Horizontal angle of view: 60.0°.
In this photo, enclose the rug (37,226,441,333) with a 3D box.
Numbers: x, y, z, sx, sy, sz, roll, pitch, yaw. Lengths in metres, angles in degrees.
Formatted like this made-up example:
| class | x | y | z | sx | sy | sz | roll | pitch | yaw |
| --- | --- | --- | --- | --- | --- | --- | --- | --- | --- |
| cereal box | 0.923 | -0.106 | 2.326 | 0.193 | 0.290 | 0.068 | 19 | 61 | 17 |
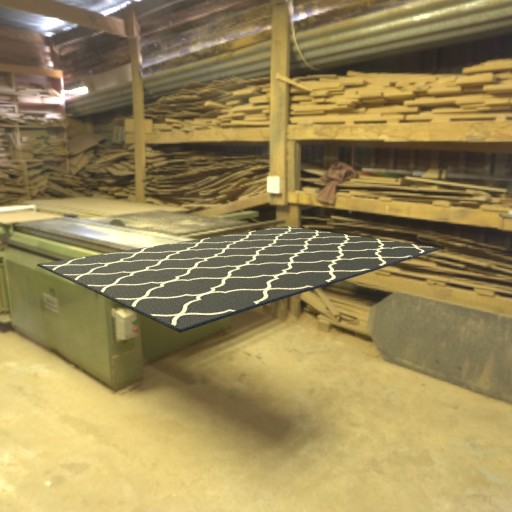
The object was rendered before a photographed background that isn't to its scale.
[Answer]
| class | x | y | z | sx | sy | sz | roll | pitch | yaw |
| --- | --- | --- | --- | --- | --- | --- | --- | --- | --- |
| rug | 0.000 | 0.000 | 2.980 | 2.294 | 0.014 | 1.528 | -12 | 17 | -43 |
